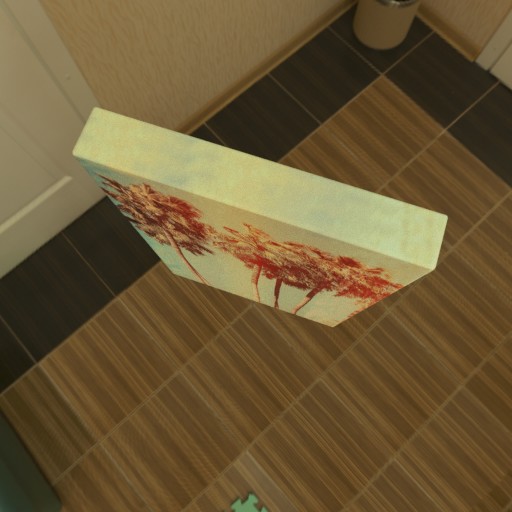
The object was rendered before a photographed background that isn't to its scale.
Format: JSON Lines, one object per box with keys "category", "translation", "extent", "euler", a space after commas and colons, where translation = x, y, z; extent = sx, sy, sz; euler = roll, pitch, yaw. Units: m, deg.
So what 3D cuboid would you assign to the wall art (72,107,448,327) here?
{"category": "wall art", "translation": [0.000, 0.000, 0.477], "extent": [0.251, 0.380, 0.039], "euler": [18, 76, 5]}
